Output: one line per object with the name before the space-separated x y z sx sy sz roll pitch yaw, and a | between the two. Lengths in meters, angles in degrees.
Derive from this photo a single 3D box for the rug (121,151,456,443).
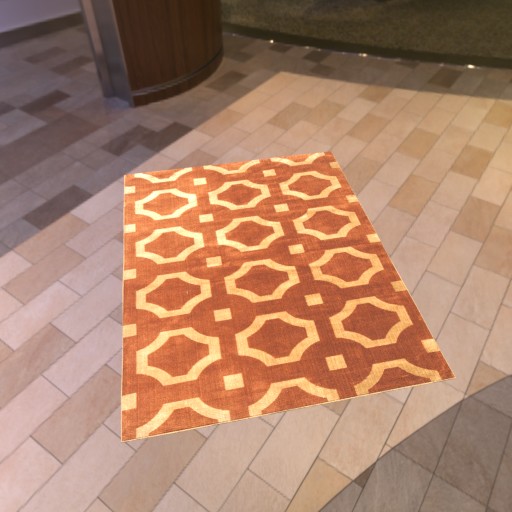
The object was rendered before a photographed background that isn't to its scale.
rug | 0.000 0.000 4.182 2.466 0.021 3.049 -8 47 -8
